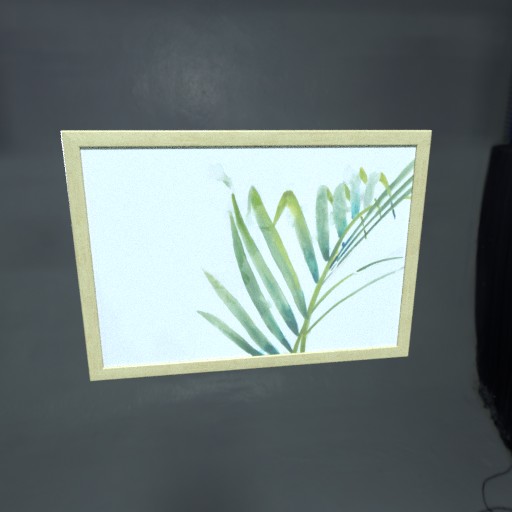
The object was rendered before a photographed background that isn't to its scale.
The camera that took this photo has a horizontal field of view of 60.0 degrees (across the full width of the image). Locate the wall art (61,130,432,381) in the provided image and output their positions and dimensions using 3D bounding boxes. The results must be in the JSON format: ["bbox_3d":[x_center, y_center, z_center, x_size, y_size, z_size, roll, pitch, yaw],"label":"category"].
[{"bbox_3d":[0.000,0.000,0.698,0.533,0.381,0.032,-2,16,-8],"label":"wall art"}]
